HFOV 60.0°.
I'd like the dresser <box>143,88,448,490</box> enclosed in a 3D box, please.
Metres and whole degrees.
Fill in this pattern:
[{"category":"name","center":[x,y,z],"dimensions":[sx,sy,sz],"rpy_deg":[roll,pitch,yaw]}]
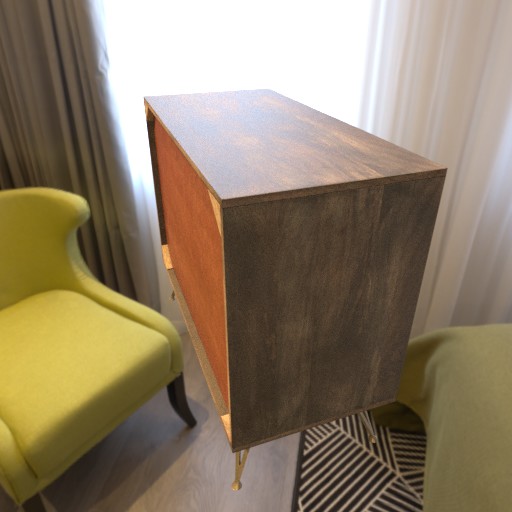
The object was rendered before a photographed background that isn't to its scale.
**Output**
[{"category":"dresser","center":[0.000,0.000,1.349],"dimensions":[0.453,0.801,0.923],"rpy_deg":[-10,32,-17]}]
